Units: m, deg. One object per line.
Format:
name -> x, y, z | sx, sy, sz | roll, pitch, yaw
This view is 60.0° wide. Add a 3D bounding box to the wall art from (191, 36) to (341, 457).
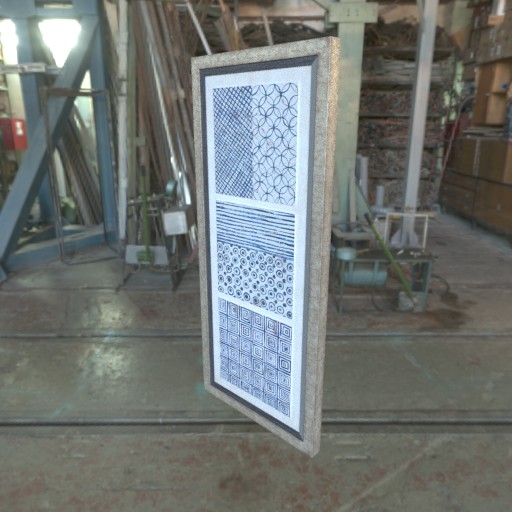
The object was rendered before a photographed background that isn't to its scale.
wall art -> 0.000, 0.000, 1.711 | 0.648, 1.461, 0.051 | 16, 23, 42
